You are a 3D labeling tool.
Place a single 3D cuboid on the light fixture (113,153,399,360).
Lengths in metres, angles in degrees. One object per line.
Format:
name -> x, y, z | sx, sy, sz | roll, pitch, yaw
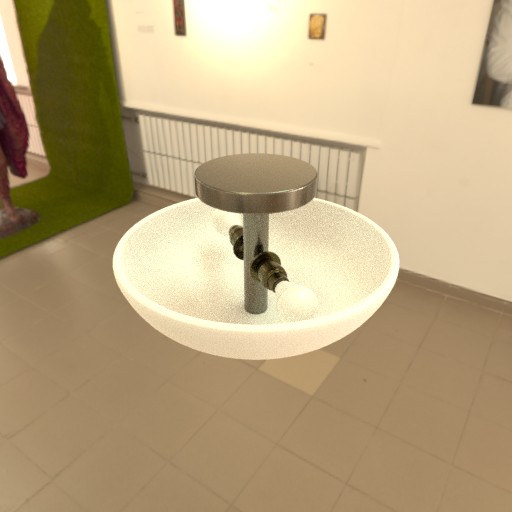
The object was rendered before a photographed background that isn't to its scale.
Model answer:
light fixture -> 0.000, 0.000, 0.537 | 0.330, 0.214, 0.330 | 0, 30, 0
